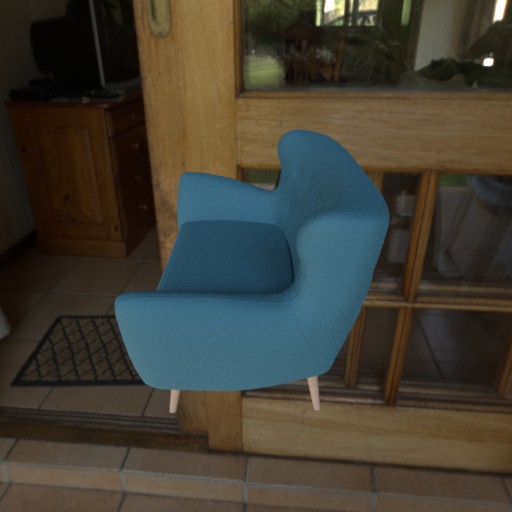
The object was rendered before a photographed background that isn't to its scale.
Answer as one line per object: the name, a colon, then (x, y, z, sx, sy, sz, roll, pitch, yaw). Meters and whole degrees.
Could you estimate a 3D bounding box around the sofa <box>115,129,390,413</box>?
sofa: (0.000, 0.000, 1.999, 0.889, 0.889, 1.397, 0, 26, 0)
